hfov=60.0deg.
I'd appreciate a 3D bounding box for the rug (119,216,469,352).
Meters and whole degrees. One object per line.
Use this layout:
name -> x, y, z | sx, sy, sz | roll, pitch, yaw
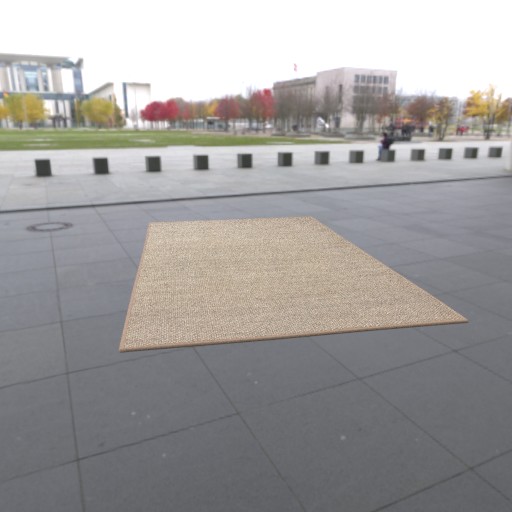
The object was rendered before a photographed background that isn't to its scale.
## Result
rug -> 0.000, 0.000, 2.076 | 1.061, 0.012, 1.668 | -3, 17, -10
